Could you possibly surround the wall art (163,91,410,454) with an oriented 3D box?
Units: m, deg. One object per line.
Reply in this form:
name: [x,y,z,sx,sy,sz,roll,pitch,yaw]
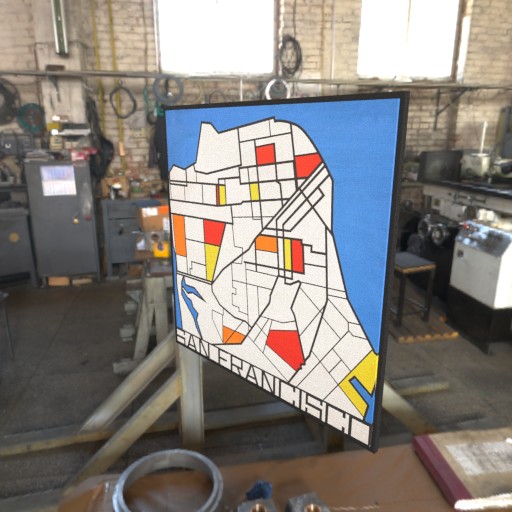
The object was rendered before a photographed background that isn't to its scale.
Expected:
wall art: [0.000,0.000,0.999,0.015,0.663,0.664,-15,22,-43]
